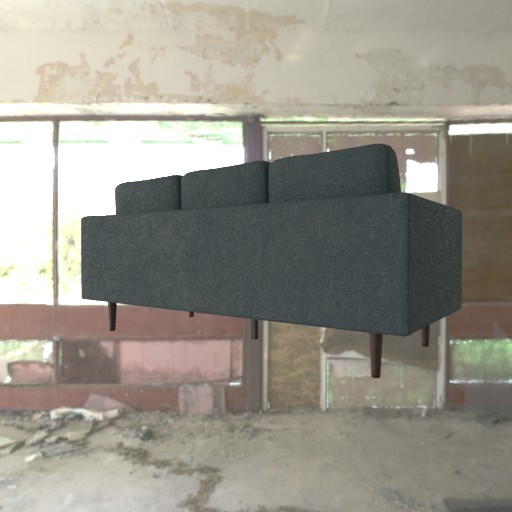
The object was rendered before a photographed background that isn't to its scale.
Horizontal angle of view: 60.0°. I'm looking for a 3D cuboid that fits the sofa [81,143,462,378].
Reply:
[{"bbox_3d":[0.000,0.000,2.529,2.013,0.945,0.935,1,1,36],"label":"sofa"}]
